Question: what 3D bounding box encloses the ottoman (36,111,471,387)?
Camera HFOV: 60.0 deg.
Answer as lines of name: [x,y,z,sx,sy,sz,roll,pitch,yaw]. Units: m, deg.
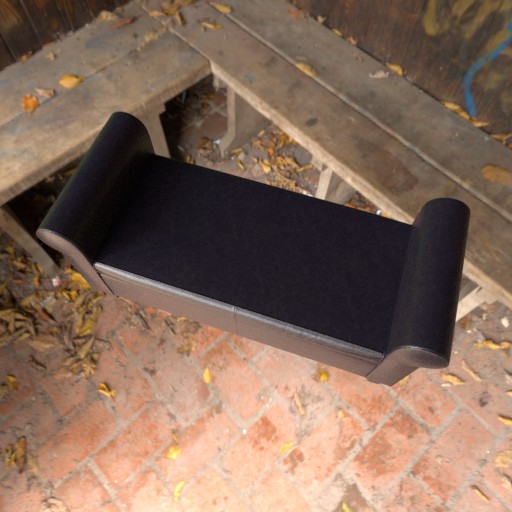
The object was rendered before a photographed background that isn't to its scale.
ottoman: [0.000,0.000,1.570,1.256,0.547,0.521,17,65,8]
